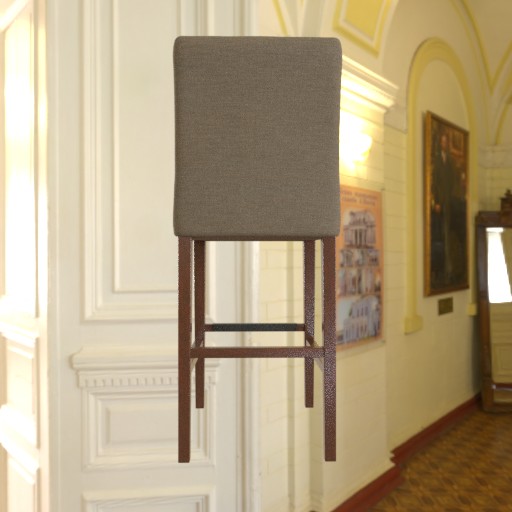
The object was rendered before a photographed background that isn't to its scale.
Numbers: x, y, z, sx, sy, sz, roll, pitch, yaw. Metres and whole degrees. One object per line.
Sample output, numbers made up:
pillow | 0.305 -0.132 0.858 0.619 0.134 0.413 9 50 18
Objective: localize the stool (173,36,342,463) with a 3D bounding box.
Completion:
stool | 0.000 0.000 1.342 0.470 1.078 0.577 0 0 -1
